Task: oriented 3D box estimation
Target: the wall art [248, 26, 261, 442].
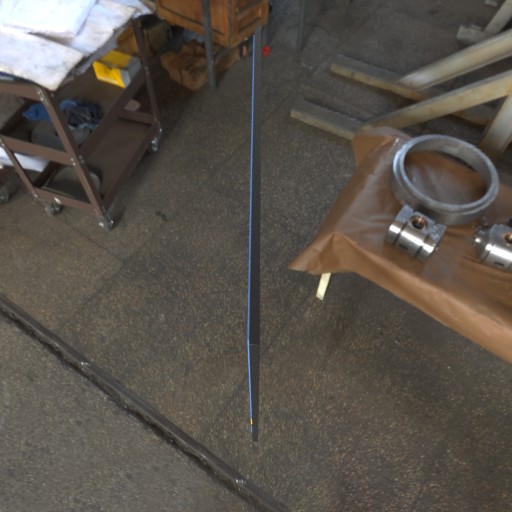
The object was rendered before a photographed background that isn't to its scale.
[{"bbox_3d":[0.000,0.000,0.985,0.015,0.663,0.664,0,58,0],"label":"wall art"}]
